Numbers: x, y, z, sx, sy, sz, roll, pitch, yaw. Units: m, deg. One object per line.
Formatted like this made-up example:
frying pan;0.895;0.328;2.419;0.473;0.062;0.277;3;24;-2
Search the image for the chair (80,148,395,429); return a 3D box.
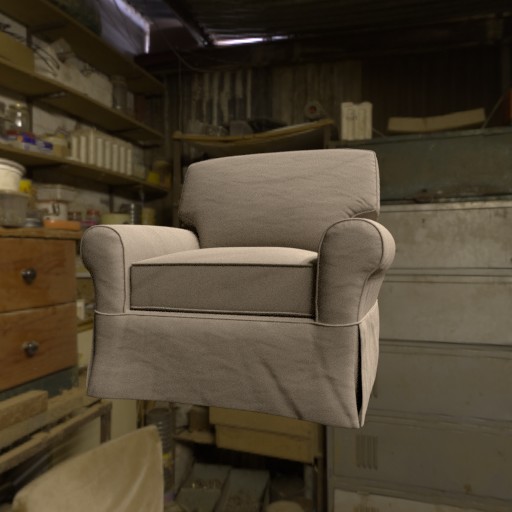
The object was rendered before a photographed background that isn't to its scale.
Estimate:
chair;0.000;0.000;1.899;1.135;1.017;0.988;0;0;19
